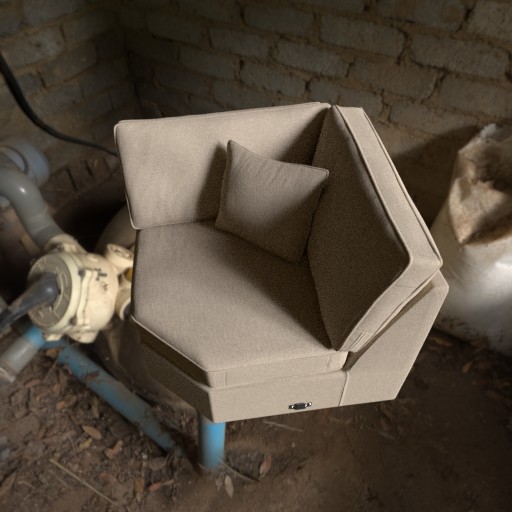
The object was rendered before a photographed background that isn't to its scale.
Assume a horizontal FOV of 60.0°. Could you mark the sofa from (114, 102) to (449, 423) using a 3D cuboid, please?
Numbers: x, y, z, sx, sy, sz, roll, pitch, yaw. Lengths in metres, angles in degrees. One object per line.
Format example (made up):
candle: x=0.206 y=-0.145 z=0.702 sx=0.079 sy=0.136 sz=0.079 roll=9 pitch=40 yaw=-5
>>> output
sofa: x=0.000 y=0.000 z=1.838 sx=1.050 sy=0.937 sz=1.042 roll=-5 pitch=46 yaw=-5
